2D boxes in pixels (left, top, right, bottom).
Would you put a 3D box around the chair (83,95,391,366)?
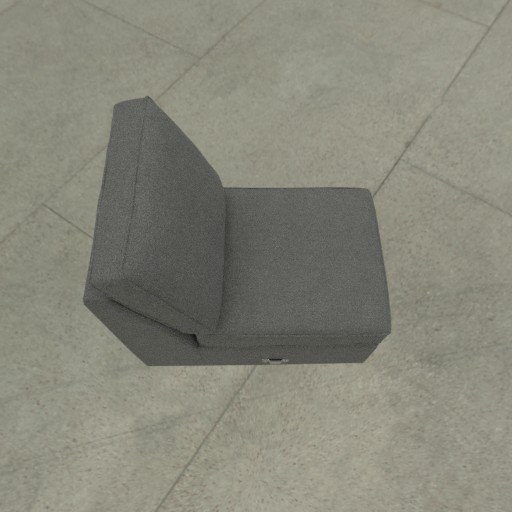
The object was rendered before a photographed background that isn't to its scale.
[{"bbox_3d":[0.000,0.000,1.607,0.938,0.970,0.621,-1,63,0],"label":"chair"}]
